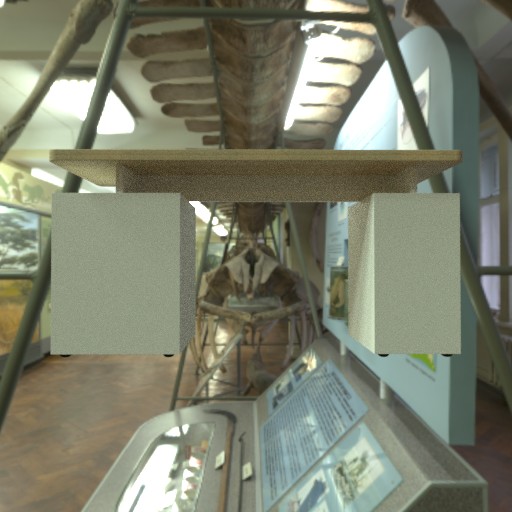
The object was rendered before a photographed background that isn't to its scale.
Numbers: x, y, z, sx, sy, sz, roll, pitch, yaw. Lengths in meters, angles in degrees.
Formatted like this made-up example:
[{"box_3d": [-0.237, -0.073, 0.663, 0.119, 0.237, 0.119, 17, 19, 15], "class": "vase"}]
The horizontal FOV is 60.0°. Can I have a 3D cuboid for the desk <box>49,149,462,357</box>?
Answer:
[{"box_3d": [0.000, 0.000, 1.857, 1.500, 0.755, 0.550, 0, -1, 0], "class": "desk"}]
